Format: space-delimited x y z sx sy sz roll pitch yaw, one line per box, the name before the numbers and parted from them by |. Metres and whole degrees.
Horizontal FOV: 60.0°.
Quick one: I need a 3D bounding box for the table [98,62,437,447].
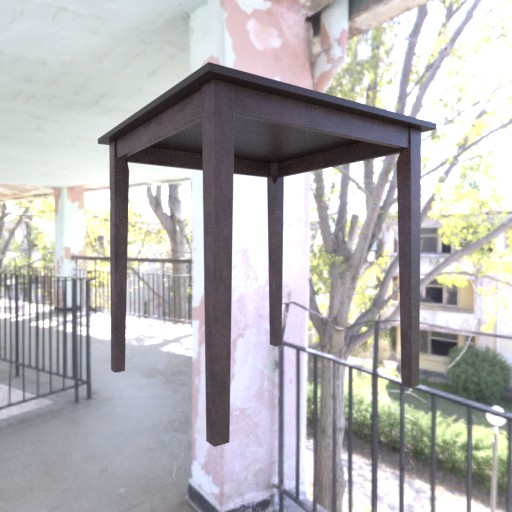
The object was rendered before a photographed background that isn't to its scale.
table | 0.000 0.000 1.380 0.749 0.770 0.749 -1 2 -35
